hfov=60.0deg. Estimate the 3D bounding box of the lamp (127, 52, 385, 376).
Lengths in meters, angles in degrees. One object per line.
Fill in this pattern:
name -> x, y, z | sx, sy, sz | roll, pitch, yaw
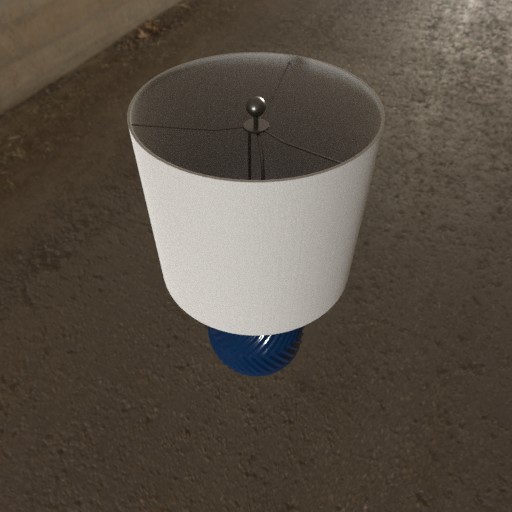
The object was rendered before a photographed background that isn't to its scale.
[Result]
lamp -> 0.000, 0.000, 0.486 | 0.203, 0.368, 0.203 | -8, 47, -8
